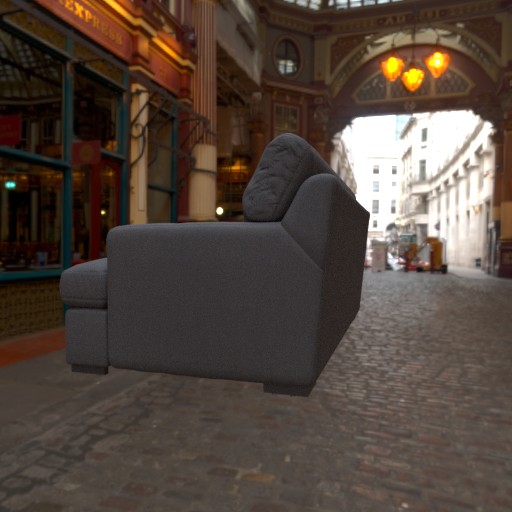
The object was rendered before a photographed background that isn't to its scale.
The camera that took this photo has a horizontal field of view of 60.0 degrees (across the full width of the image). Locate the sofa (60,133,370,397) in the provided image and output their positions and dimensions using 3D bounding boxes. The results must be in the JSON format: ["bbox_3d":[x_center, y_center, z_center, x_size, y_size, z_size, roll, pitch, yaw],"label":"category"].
[{"bbox_3d":[0.000,0.000,2.501,1.143,0.940,1.880,1,2,18],"label":"sofa"}]
